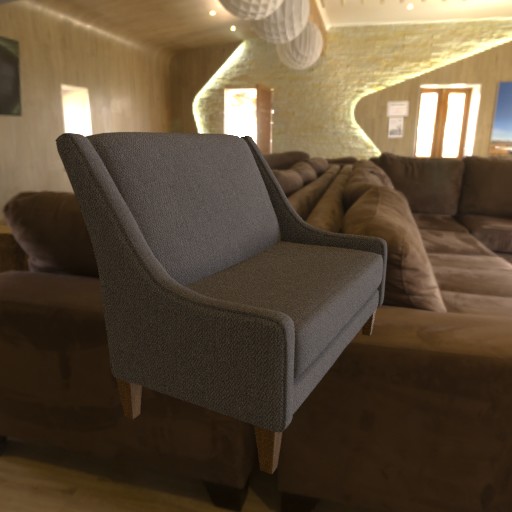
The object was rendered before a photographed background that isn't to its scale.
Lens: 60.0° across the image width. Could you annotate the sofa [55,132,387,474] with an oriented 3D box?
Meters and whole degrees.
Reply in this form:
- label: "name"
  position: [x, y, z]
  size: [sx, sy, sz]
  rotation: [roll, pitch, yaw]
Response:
- label: "sofa"
  position: [0.000, 0.000, 1.899]
  size: [0.873, 1.022, 1.242]
  rotation: [8, 17, 28]
